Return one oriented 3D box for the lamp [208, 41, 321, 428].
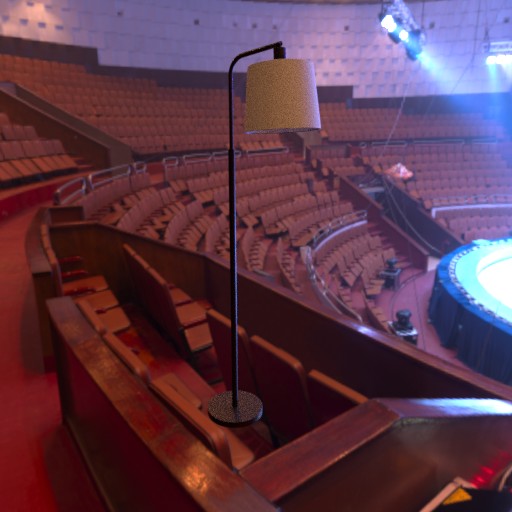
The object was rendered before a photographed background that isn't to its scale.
[{"bbox_3d":[0.000,0.000,1.698,0.508,1.478,0.254,14,21,43],"label":"lamp"}]
